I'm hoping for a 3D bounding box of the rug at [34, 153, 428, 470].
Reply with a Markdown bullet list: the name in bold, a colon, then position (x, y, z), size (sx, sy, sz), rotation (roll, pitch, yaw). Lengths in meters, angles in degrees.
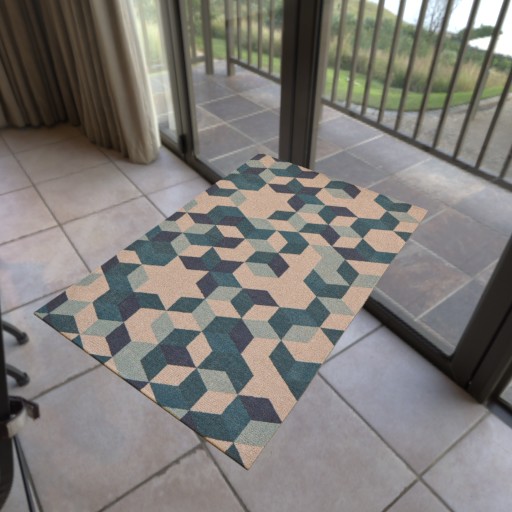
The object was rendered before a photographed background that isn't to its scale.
- **rug**: position (0.000, 0.000, 2.332), size (1.235, 0.014, 1.829), rotation (25, 47, 26)
